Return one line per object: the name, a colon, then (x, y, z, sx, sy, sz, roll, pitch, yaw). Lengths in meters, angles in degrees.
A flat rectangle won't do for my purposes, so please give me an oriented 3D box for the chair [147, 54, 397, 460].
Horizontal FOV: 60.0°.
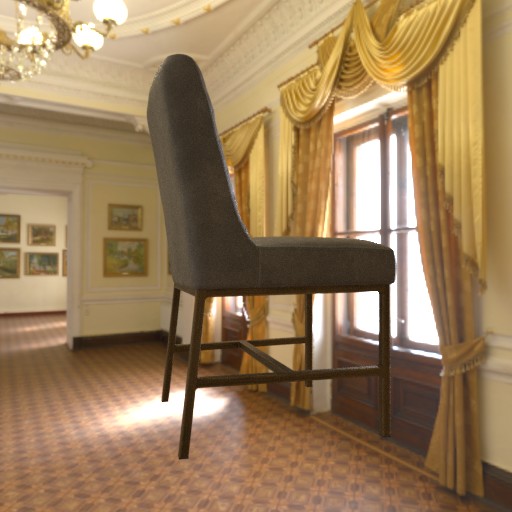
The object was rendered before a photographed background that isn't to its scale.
chair: (0.000, 0.000, 1.240, 0.587, 0.889, 0.508, 0, -1, -17)
